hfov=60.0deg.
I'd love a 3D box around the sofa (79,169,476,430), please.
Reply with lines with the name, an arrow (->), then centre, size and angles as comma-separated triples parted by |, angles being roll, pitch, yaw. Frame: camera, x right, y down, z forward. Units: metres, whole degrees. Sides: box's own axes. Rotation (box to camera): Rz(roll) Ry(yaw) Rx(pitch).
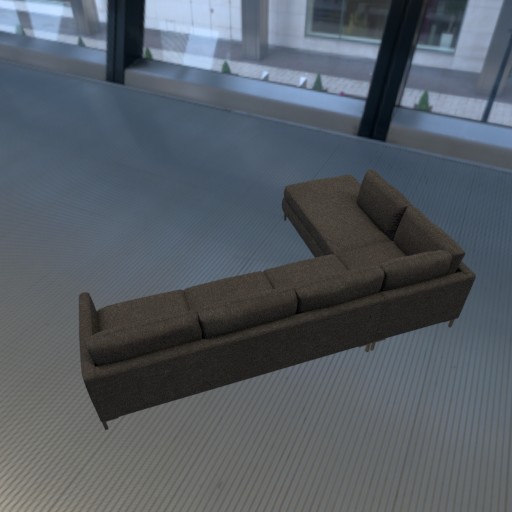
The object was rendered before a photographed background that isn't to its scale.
sofa -> 0.000, 0.000, 3.875 | 2.949, 0.815, 2.007 | -12, 41, -15
